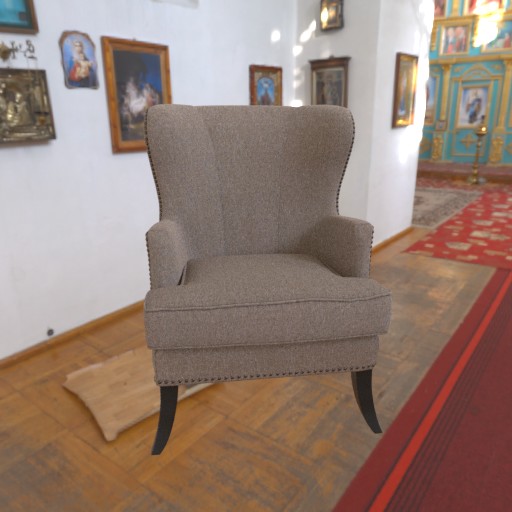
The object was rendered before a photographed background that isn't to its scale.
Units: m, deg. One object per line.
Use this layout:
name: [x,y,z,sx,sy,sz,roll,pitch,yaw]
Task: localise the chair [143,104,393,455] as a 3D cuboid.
chair: [0.000,0.000,1.612,0.759,1.060,0.758,-2,17,-8]
